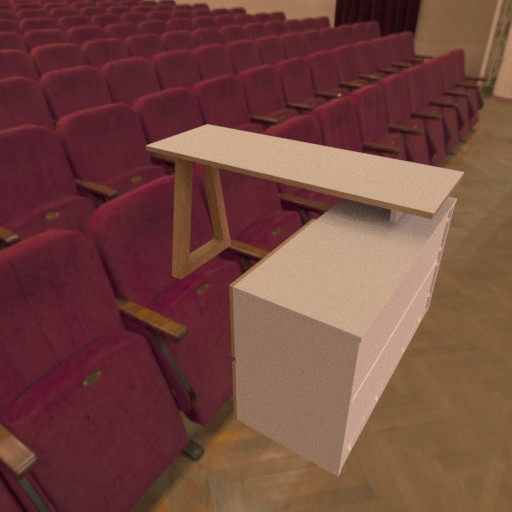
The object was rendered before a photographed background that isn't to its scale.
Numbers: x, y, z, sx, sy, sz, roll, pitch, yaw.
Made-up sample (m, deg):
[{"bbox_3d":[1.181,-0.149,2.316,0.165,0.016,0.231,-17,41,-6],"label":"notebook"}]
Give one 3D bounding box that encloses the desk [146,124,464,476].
[{"bbox_3d":[0.000,0.000,2.027,1.404,0.755,1.098,19,36,28],"label":"desk"}]
